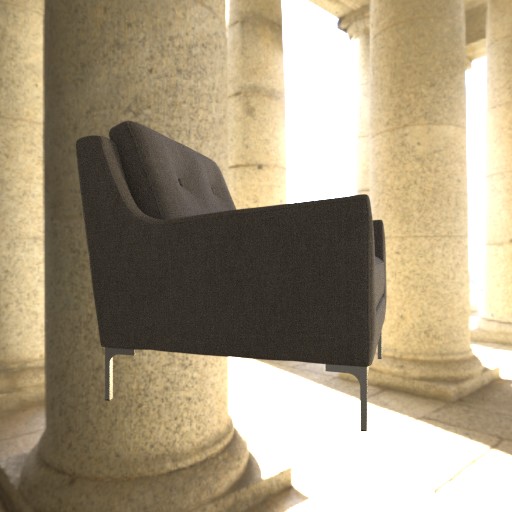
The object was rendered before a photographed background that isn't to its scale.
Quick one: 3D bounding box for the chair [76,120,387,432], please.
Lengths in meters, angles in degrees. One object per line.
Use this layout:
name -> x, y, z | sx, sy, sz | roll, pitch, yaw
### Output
chair -> 0.000, 0.000, 1.544 | 0.849, 0.828, 0.847 | 0, 0, 18
